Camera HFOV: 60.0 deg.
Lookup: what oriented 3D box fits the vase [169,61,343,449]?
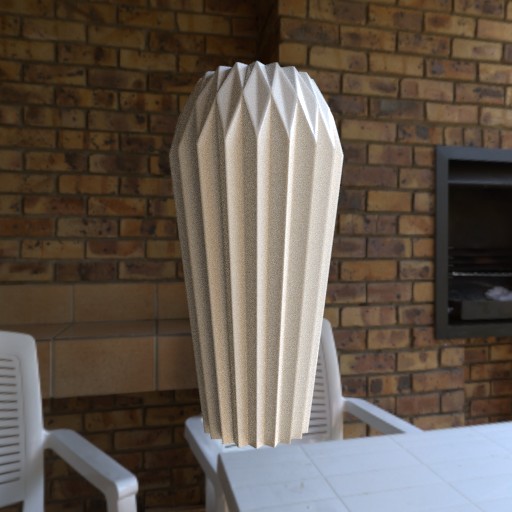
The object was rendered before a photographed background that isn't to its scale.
[{"bbox_3d":[0.000,0.000,0.342,0.133,0.263,0.133,0,0,0],"label":"vase"}]
